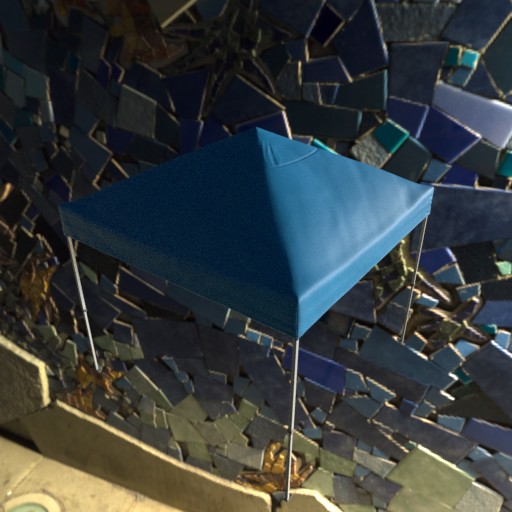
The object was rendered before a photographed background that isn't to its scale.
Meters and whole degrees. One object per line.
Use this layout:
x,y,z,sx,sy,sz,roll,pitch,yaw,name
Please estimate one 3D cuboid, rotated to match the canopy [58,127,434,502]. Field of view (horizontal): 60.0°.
0.000,0.000,5.254,2.998,2.997,2.996,19,34,32,canopy
